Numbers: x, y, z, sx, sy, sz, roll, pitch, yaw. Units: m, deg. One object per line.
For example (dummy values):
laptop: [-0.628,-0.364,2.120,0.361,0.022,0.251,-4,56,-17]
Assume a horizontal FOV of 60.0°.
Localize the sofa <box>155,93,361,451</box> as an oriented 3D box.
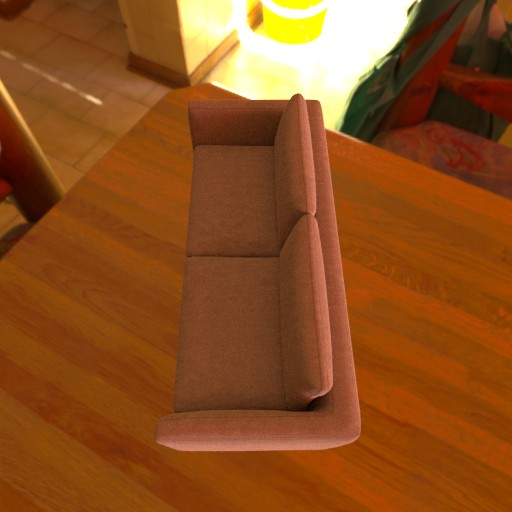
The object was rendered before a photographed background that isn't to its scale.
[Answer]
sofa: [0.000,0.000,2.612,0.889,0.864,2.121,0,59,0]
